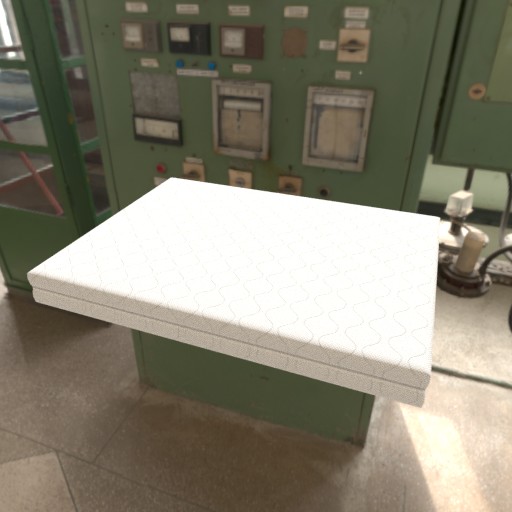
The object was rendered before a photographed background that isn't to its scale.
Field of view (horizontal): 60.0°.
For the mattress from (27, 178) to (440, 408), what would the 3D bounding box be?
[{"bbox_3d":[0.000,0.000,2.498,1.900,0.200,1.400,11,33,18],"label":"mattress"}]
